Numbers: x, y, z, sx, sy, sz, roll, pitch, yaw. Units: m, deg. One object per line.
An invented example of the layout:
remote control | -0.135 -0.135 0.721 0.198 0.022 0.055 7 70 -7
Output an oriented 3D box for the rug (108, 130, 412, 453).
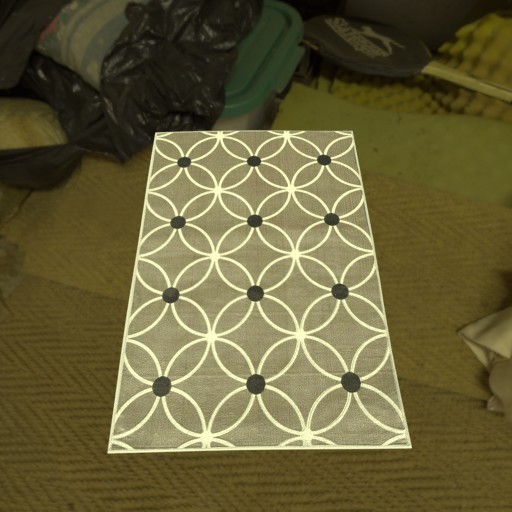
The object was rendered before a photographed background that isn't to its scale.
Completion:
rug | 0.000 0.000 2.806 1.522 0.008 2.284 -1 58 0
